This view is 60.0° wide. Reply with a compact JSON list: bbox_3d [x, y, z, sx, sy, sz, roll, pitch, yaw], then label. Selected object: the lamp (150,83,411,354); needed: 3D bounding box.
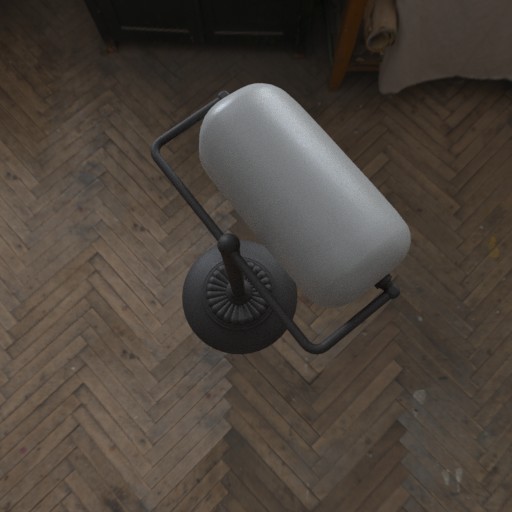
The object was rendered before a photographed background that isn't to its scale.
[{"bbox_3d":[0.000,0.000,0.530,0.243,0.339,0.264,-37,79,-9],"label":"lamp"}]
